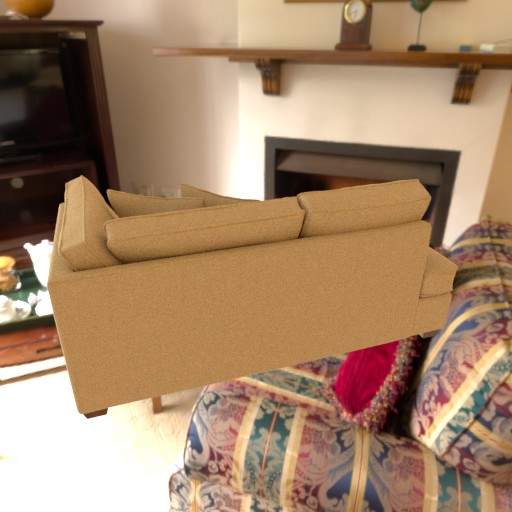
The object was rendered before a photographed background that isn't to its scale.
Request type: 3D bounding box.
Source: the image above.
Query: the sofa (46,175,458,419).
[{"bbox_3d":[0.000,0.000,2.772,2.237,1.033,1.110,-9,28,-17],"label":"sofa"}]
